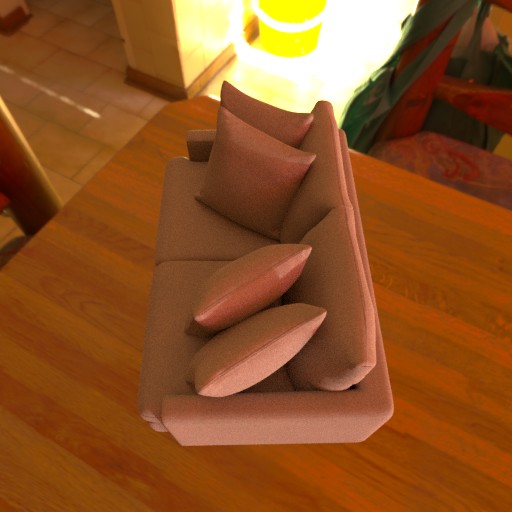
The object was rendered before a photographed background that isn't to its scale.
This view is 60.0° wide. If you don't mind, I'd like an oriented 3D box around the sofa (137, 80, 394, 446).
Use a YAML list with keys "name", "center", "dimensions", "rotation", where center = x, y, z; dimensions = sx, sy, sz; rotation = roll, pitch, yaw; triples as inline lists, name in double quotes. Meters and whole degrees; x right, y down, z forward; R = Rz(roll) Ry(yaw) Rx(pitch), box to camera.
- name: "sofa"
  center: [0.000, 0.000, 2.553]
  dimensions: [1.228, 1.080, 1.869]
  rotation: [-1, 58, -1]
